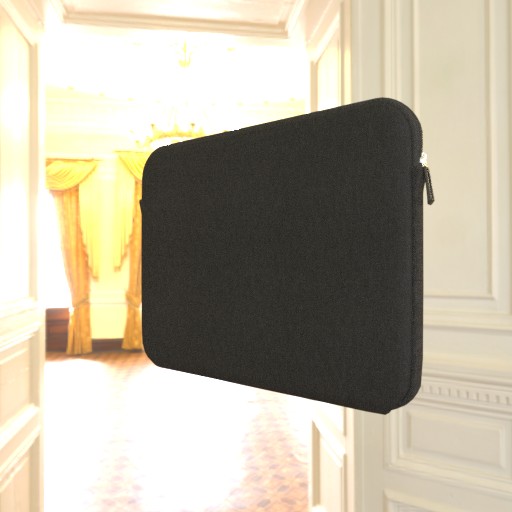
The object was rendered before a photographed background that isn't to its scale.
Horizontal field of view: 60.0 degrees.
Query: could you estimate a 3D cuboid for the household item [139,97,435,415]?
[{"bbox_3d":[0.000,0.000,0.517,0.396,0.305,0.030,0,0,36],"label":"household item"}]
